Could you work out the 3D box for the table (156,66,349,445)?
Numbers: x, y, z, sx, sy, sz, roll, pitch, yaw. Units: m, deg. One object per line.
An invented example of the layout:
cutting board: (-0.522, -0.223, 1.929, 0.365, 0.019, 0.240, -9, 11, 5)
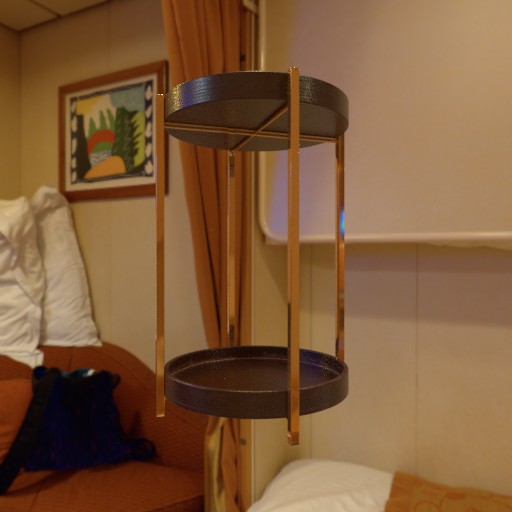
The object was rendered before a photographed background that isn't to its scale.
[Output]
table: (0.000, 0.000, 0.904, 0.400, 0.610, 0.400, 0, 0, -18)
